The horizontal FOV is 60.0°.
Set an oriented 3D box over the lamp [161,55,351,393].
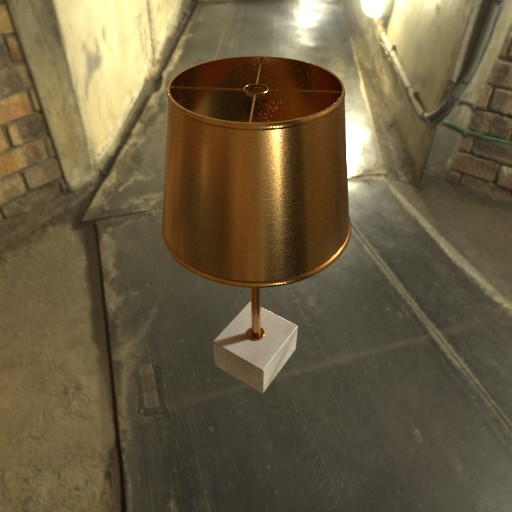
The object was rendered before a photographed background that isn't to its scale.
[{"bbox_3d":[0.000,0.000,0.527,0.208,0.406,0.208,0,42,0],"label":"lamp"}]
